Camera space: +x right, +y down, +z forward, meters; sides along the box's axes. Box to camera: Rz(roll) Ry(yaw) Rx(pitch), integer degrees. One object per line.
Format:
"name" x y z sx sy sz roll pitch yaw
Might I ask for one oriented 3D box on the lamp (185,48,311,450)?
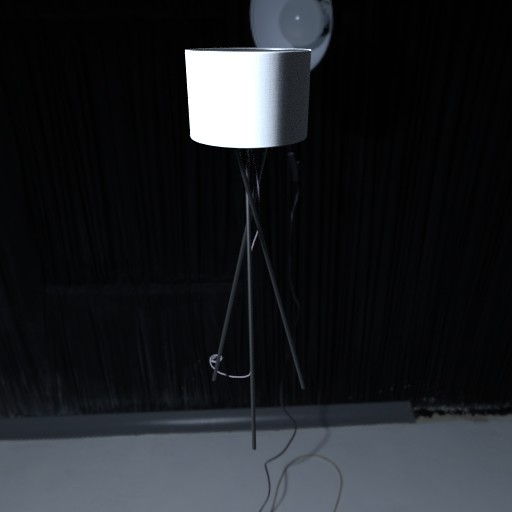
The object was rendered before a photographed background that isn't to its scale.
"lamp" 0.000 0.000 1.922 0.522 1.624 0.667 0 27 -1
